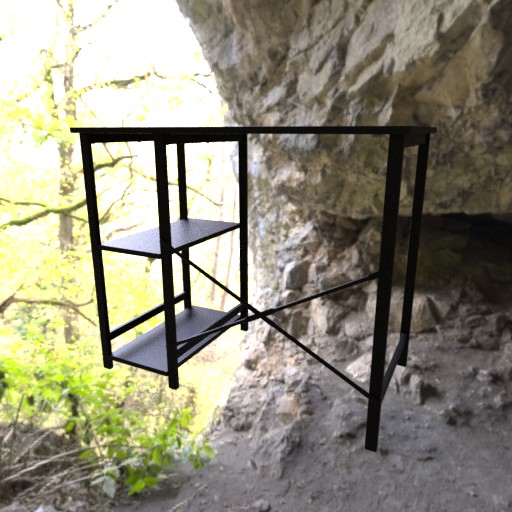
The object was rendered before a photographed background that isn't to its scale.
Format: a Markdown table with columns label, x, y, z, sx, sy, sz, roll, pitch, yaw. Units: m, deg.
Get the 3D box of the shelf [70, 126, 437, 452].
| label | x | y | z | sx | sy | sz | roll | pitch | yaw |
| --- | --- | --- | --- | --- | --- | --- | --- | --- | --- |
| shelf | 0.000 | 0.000 | 1.343 | 0.902 | 0.749 | 0.498 | 8 | 18 | 26 |
